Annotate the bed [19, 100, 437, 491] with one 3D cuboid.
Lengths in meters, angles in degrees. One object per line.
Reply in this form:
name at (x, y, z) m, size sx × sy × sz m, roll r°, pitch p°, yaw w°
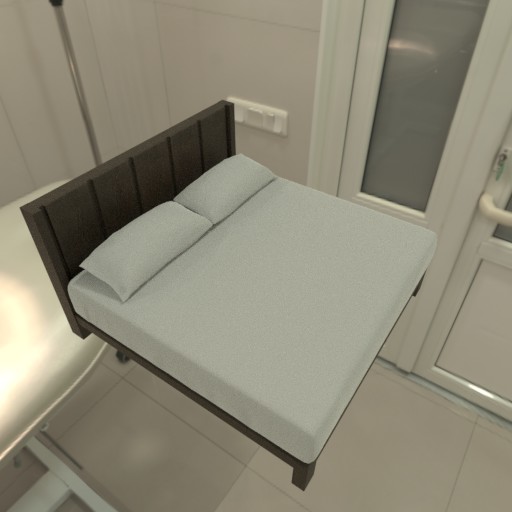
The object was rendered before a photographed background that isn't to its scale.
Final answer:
bed at (0.000, 0.000, 3.453) m, size 2.238 × 1.261 × 2.143 m, roll 24°, pitch 47°, yaw 25°
